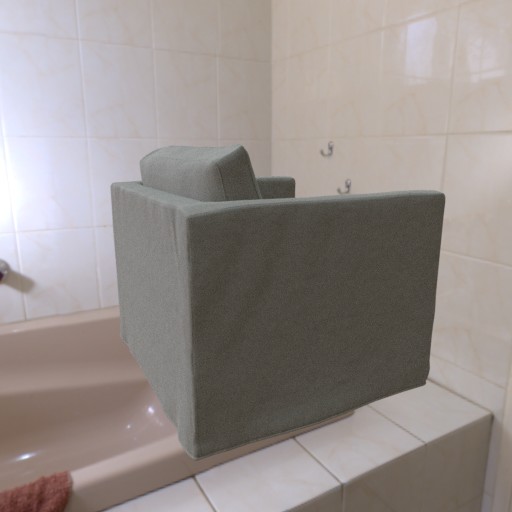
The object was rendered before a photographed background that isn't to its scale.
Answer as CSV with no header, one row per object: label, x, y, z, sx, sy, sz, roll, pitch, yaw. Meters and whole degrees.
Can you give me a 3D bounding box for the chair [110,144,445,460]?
chair,0.000,0.000,1.777,0.949,0.863,1.057,-7,15,-27
